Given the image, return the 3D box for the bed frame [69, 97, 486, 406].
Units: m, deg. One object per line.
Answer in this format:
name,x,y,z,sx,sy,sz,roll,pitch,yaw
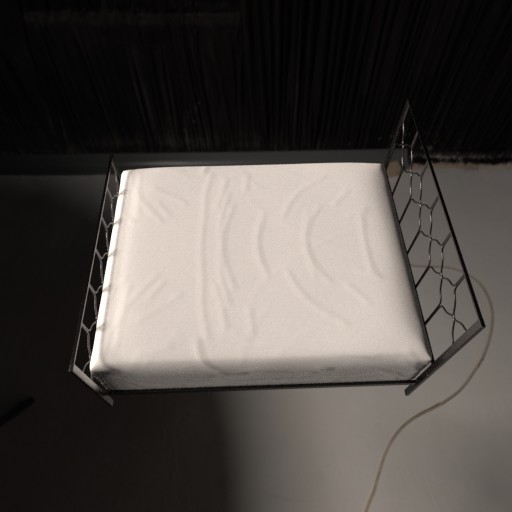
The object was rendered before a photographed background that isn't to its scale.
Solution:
bed frame,0.000,0.000,2.958,2.063,1.222,1.597,-2,58,-1
